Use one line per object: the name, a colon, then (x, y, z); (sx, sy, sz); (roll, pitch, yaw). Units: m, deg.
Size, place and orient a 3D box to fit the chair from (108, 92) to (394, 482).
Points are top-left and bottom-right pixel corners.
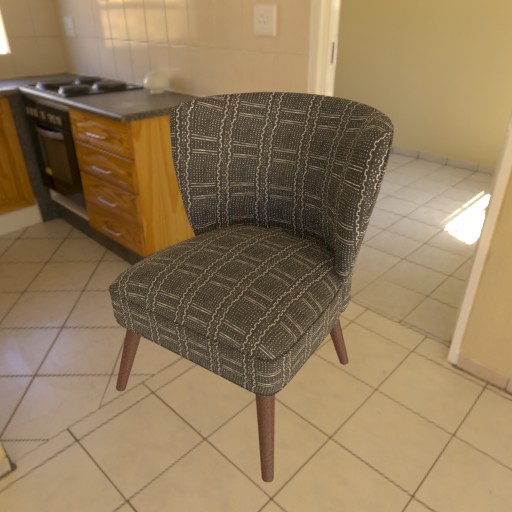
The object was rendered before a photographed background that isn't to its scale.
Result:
chair: (0.000, 0.000, 1.382); (0.710, 0.866, 0.758); (18, 34, 29)
